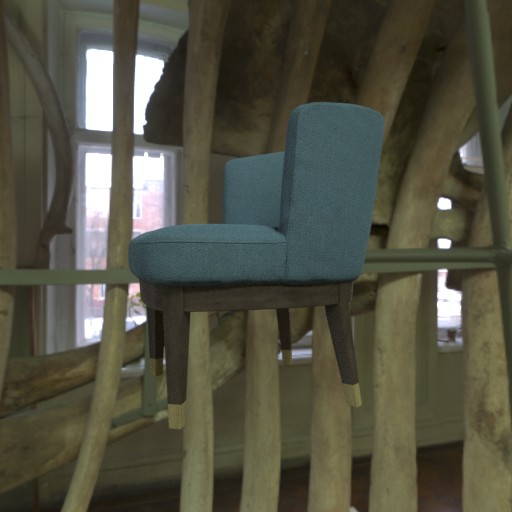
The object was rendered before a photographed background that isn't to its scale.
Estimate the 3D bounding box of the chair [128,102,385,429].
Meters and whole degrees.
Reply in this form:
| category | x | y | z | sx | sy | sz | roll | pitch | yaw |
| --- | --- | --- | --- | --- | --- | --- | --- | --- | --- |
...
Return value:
| category | x | y | z | sx | sy | sz | roll | pitch | yaw |
| --- | --- | --- | --- | --- | --- | --- | --- | --- | --- |
| chair | 0.000 | 0.000 | 1.279 | 0.702 | 0.760 | 0.661 | 0 | 0 | -18 |
